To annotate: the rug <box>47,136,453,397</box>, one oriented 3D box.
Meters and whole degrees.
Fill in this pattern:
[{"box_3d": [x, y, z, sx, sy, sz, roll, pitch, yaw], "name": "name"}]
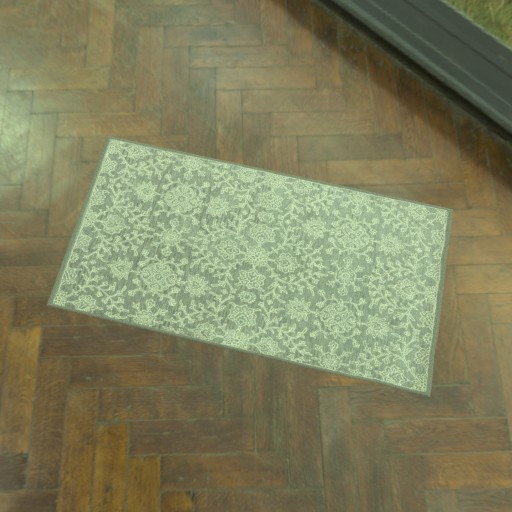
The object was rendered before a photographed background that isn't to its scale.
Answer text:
[{"box_3d": [0.000, 0.000, 3.621, 3.048, 0.011, 1.546, 13, 75, 3], "name": "rug"}]
